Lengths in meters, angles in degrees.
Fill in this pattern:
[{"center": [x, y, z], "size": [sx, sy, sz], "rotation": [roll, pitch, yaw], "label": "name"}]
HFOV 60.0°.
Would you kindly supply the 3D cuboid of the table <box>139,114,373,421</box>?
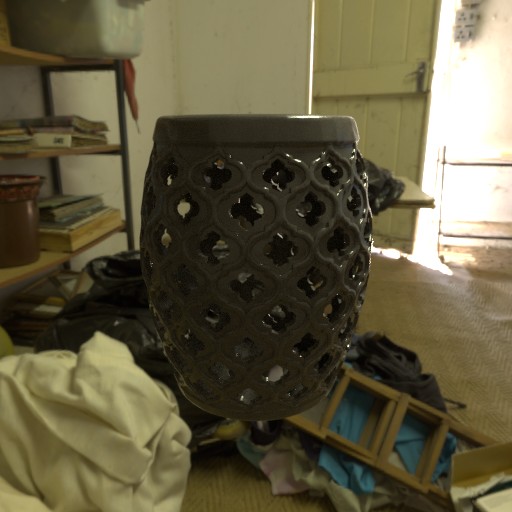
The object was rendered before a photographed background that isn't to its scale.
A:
[{"center": [0.000, 0.000, 0.645], "size": [0.325, 0.388, 0.325], "rotation": [0, 16, 0], "label": "table"}]
